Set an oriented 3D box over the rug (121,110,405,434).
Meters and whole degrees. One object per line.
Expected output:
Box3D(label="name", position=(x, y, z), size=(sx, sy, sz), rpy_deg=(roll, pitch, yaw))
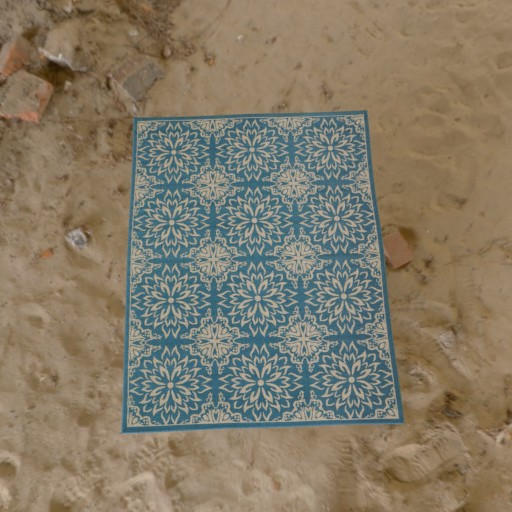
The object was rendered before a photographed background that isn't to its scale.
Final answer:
Box3D(label="rug", position=(0.000, 0.000, 4.043), size=(2.350, 0.018, 2.964), rpy_deg=(-2, 74, -1))
